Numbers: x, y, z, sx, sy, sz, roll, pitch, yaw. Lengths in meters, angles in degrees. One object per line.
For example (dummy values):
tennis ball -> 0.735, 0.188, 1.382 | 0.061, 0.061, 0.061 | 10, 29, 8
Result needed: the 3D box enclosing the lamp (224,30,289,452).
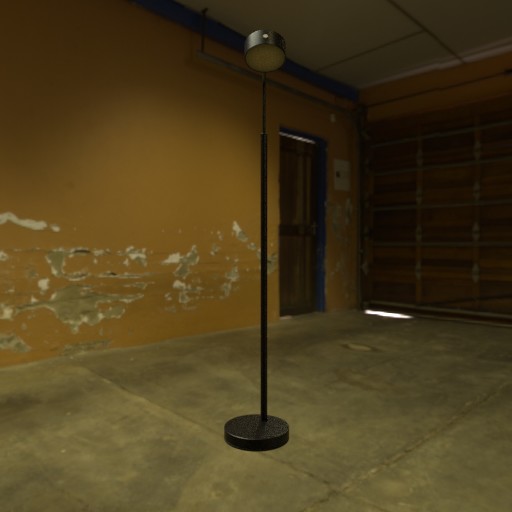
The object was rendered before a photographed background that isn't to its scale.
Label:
lamp -> 0.000, 0.000, 1.399 | 0.219, 1.230, 0.418 | 0, 0, 1
